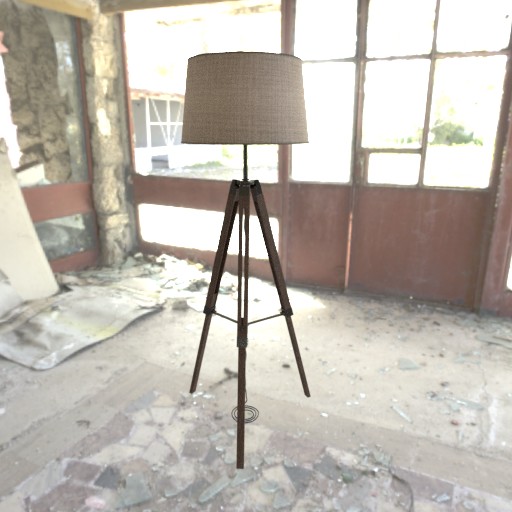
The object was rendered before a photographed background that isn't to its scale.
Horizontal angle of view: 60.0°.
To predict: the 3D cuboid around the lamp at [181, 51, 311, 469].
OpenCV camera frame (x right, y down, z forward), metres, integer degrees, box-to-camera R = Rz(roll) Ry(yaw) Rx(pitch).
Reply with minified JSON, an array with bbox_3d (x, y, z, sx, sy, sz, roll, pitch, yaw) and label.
[{"bbox_3d":[0.000,0.000,1.864,0.587,1.510,0.604,-8,18,-27],"label":"lamp"}]
